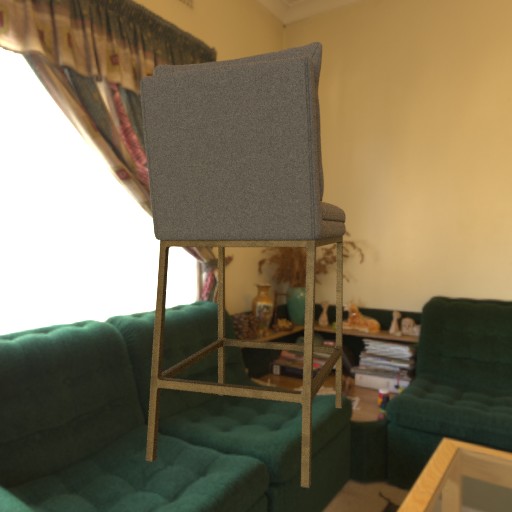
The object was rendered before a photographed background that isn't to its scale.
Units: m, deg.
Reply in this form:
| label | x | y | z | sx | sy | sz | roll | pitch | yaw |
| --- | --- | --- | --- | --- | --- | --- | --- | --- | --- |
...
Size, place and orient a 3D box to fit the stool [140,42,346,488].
| label | x | y | z | sx | sy | sz | roll | pitch | yaw |
| --- | --- | --- | --- | --- | --- | --- | --- | --- | --- |
| stool | 0.000 | 0.000 | 1.301 | 0.463 | 1.030 | 0.569 | 0 | 2 | 17 |
